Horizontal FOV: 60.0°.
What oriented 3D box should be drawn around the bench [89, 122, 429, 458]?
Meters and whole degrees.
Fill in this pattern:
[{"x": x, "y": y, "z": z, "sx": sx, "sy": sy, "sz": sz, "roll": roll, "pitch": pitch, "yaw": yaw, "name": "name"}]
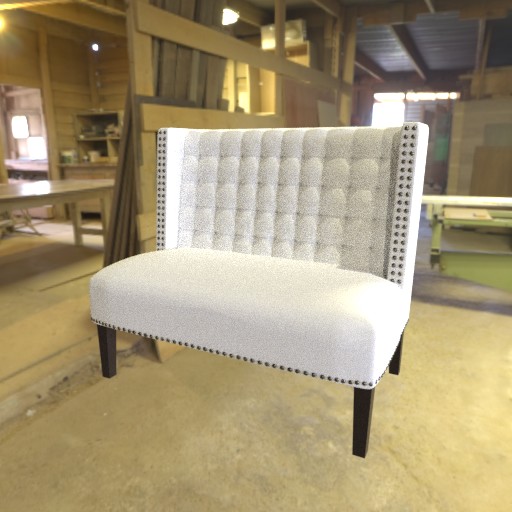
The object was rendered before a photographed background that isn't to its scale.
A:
[{"x": 0.000, "y": 0.000, "z": 1.965, "sx": 1.280, "sy": 1.123, "sz": 0.847, "roll": 7, "pitch": 16, "yaw": 26, "name": "bench"}]
